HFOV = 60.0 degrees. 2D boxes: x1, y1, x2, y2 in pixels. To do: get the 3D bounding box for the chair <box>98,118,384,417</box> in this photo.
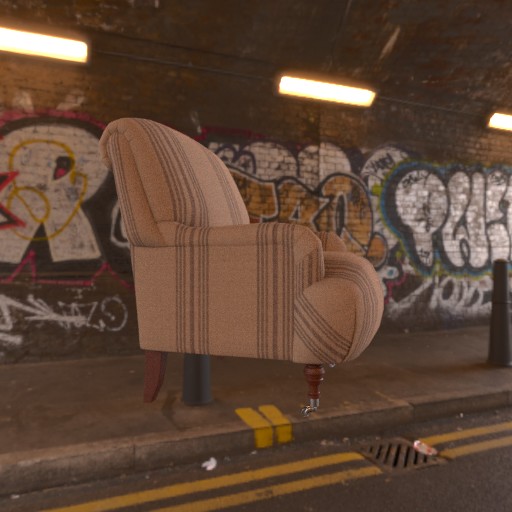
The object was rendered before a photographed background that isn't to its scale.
[{"bbox_3d":[0.000,0.000,1.648,0.914,0.940,0.813,0,0,17],"label":"chair"}]
